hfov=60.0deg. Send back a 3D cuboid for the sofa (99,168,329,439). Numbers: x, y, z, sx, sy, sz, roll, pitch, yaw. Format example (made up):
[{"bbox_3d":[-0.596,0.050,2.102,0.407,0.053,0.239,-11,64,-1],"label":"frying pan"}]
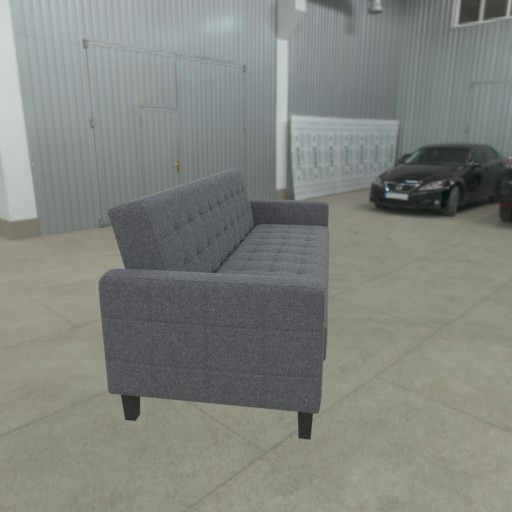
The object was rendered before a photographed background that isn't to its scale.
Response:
[{"bbox_3d":[0.000,0.000,2.481,0.810,0.850,2.040,2,15,9],"label":"sofa"}]
